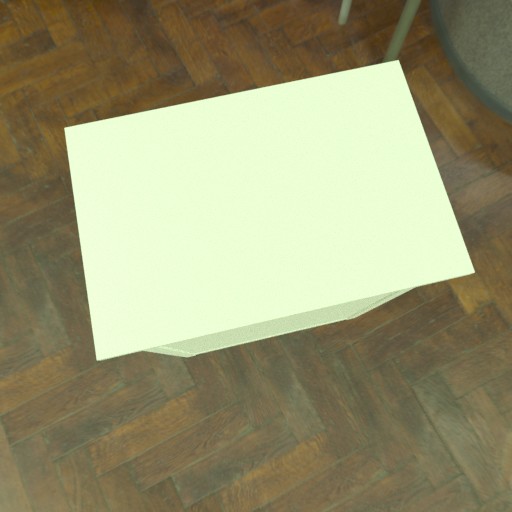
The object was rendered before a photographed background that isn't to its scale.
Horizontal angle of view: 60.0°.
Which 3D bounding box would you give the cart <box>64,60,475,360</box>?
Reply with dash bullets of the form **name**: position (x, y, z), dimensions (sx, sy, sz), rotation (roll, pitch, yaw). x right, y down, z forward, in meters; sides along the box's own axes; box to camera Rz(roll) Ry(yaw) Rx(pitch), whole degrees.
- **cart**: position (0.000, 0.000, 1.226), dimensions (0.683, 0.864, 0.442), rotation (-13, 76, -3)
